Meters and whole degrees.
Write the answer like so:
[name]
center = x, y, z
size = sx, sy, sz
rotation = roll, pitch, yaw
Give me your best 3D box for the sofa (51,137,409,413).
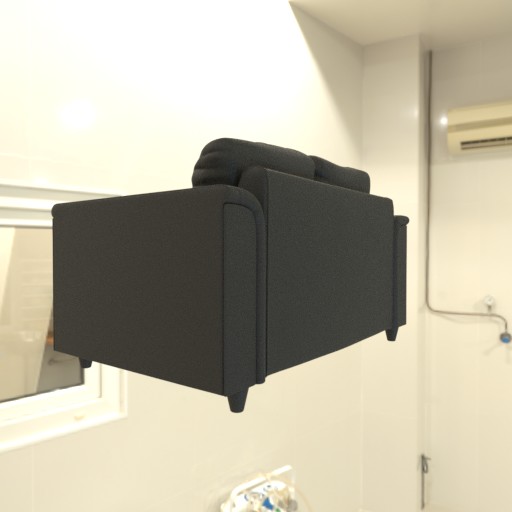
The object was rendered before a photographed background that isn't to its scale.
[sofa]
center = 0.000, 0.000, 1.942
size = 0.887, 0.845, 1.386
rotation = 1, 1, 37
